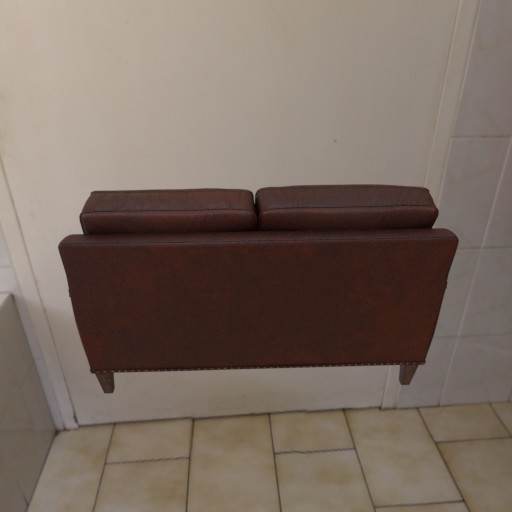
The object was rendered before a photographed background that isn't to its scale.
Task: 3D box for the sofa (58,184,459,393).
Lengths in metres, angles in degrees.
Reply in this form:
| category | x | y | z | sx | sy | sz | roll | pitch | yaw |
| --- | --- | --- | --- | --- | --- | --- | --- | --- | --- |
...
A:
| category | x | y | z | sx | sy | sz | roll | pitch | yaw |
| --- | --- | --- | --- | --- | --- | --- | --- | --- | --- |
| sofa | 0.000 | 0.000 | 2.279 | 1.628 | 1.003 | 1.083 | -1 | 29 | -2 |
